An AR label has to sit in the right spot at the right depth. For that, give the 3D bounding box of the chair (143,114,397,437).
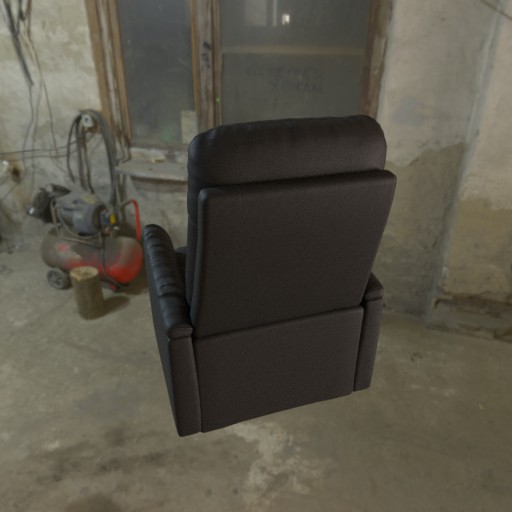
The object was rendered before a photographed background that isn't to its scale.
[{"bbox_3d":[0.000,0.000,1.655,0.775,1.082,0.831,-9,28,-16],"label":"chair"}]
